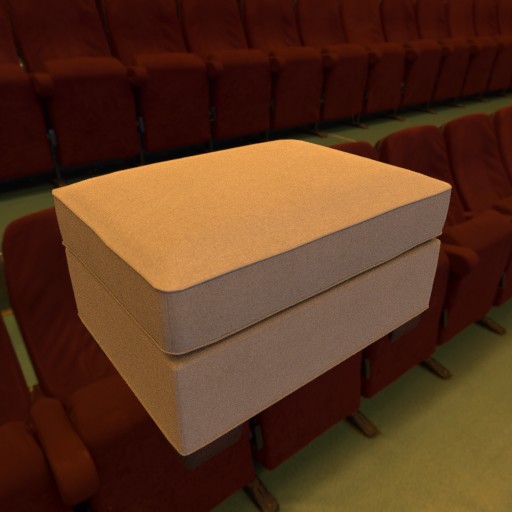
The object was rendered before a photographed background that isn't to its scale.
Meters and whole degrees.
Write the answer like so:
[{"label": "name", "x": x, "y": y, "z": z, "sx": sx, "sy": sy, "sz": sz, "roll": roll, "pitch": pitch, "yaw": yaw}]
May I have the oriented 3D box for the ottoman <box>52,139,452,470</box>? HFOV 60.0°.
[{"label": "ottoman", "x": 0.000, "y": 0.000, "z": 1.215, "sx": 0.846, "sy": 0.503, "sz": 0.617, "roll": -20, "pitch": 34, "yaw": -33}]
